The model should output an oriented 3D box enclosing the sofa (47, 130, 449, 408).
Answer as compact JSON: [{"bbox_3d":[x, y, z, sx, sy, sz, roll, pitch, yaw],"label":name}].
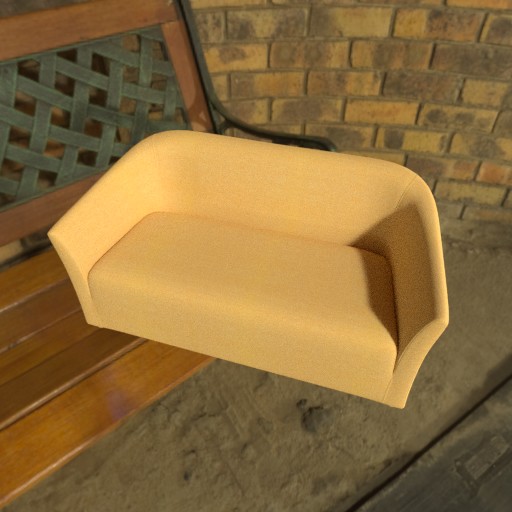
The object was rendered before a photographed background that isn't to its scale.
[{"bbox_3d":[0.000,0.000,1.899,1.452,0.721,0.705,12,43,13],"label":"sofa"}]
